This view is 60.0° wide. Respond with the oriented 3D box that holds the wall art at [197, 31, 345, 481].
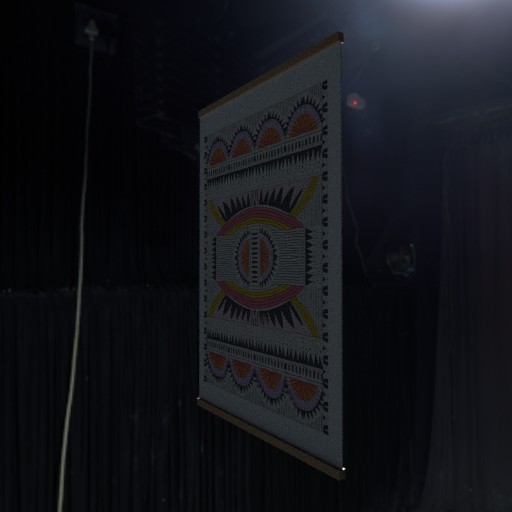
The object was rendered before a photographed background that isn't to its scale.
[{"bbox_3d":[0.000,0.000,1.923,0.028,1.533,0.999,1,-1,-36],"label":"wall art"}]
